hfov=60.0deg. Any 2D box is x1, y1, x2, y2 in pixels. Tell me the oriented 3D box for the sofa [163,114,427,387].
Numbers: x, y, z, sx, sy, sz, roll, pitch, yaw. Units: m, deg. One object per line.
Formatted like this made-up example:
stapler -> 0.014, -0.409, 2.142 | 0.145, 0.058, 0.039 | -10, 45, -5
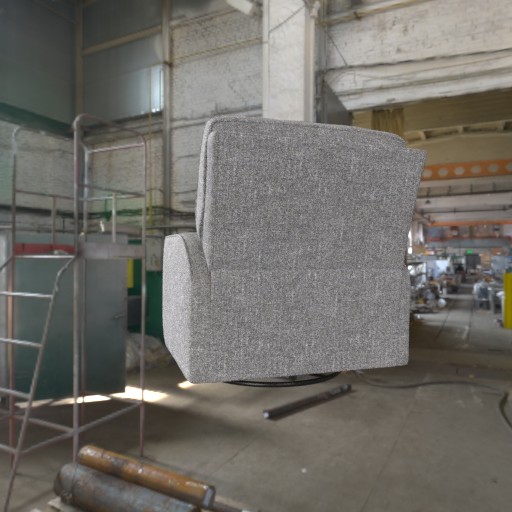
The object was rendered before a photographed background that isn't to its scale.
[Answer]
sofa -> 0.000, 0.000, 2.088 | 0.861, 0.959, 1.472 | 0, 0, -18
